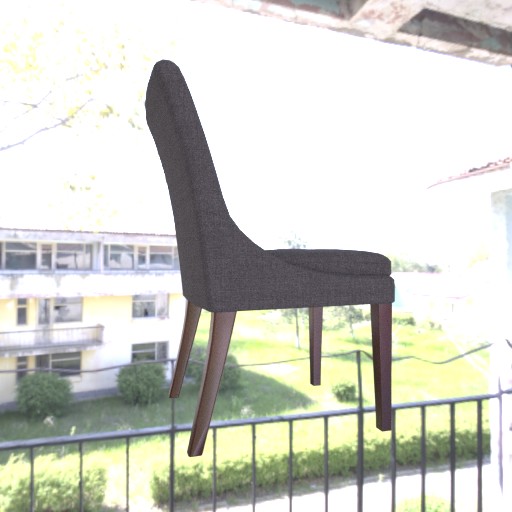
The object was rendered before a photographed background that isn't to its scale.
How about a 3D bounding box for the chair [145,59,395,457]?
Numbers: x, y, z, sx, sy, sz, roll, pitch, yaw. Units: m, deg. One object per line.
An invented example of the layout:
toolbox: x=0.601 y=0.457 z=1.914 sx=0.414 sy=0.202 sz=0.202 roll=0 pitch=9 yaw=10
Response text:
chair: x=0.000 y=0.000 z=1.348 sx=0.655 sy=0.952 sz=0.508 roll=0 pitch=0 yaw=-17
